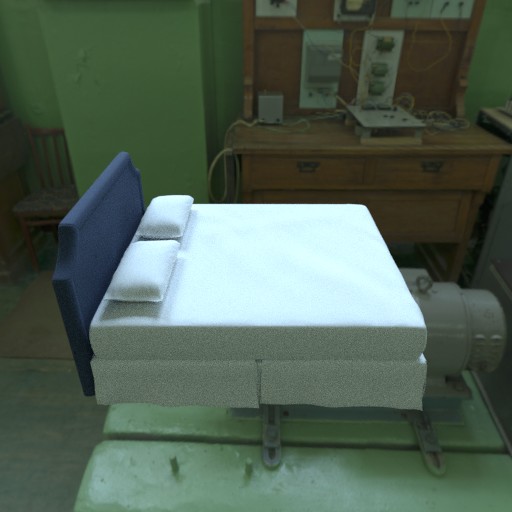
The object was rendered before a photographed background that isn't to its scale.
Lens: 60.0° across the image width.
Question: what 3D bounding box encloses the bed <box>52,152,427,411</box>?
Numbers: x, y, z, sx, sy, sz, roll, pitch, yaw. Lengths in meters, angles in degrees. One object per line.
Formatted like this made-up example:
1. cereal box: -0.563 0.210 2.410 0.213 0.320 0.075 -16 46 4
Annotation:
1. bed: 0.000 0.000 4.162 2.773 1.488 2.350 0 31 0
